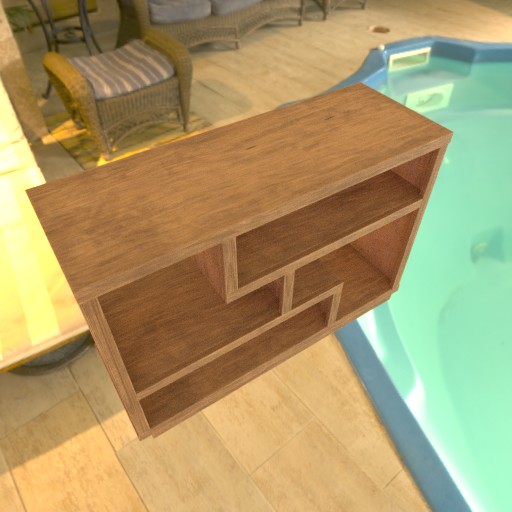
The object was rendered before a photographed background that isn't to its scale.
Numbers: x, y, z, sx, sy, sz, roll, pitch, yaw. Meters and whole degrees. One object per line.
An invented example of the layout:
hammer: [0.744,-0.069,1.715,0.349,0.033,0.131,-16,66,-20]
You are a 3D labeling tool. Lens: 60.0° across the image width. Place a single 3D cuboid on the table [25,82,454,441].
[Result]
table: [0.000,0.000,1.504,1.151,0.771,0.410,-25,51,-22]
